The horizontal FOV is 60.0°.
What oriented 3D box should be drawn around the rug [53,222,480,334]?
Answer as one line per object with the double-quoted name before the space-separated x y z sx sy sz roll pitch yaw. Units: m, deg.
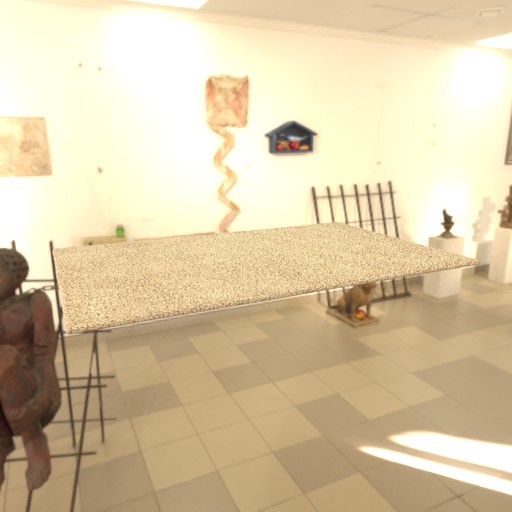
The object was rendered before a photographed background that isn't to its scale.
"rug" 0.000 0.000 2.959 2.438 0.030 1.524 -7 16 -25
